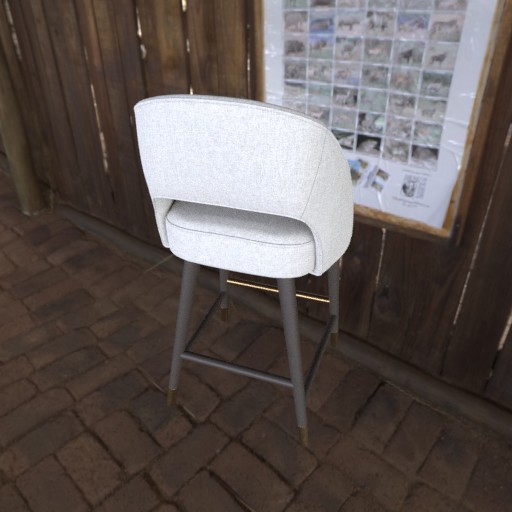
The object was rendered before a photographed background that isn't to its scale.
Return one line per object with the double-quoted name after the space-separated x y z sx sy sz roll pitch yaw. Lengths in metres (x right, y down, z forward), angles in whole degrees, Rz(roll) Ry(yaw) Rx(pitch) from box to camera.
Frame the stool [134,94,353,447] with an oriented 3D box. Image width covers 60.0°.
0.000 0.000 1.226 0.494 0.940 0.509 10 33 17 "stool"
